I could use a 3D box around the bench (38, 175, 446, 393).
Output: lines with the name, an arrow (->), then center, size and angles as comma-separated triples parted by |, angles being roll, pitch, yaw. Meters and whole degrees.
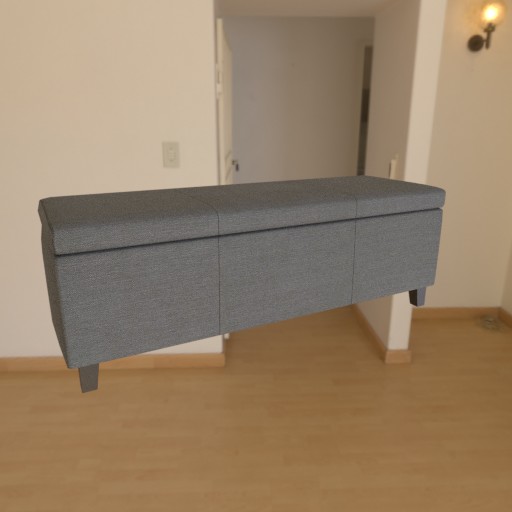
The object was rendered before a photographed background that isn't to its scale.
bench -> 0.000, 0.000, 1.475 | 1.269, 0.438, 0.446 | -9, 19, -26
